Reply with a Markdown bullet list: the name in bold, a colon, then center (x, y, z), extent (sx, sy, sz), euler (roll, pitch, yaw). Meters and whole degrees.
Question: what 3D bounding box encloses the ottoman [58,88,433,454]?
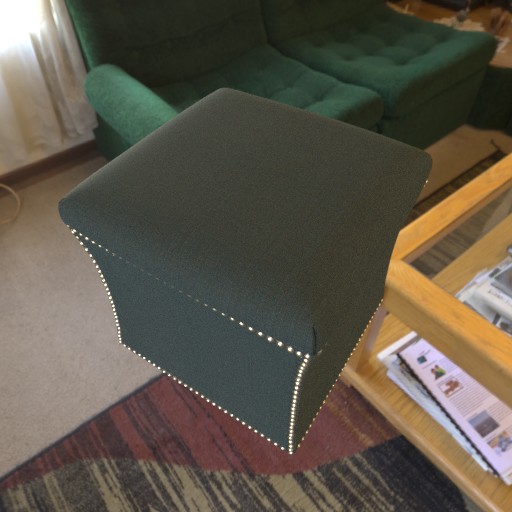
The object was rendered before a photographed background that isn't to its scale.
- **ottoman**: center (0.000, 0.000, 0.921), extent (0.507, 0.475, 0.497), euler (26, 52, 22)
